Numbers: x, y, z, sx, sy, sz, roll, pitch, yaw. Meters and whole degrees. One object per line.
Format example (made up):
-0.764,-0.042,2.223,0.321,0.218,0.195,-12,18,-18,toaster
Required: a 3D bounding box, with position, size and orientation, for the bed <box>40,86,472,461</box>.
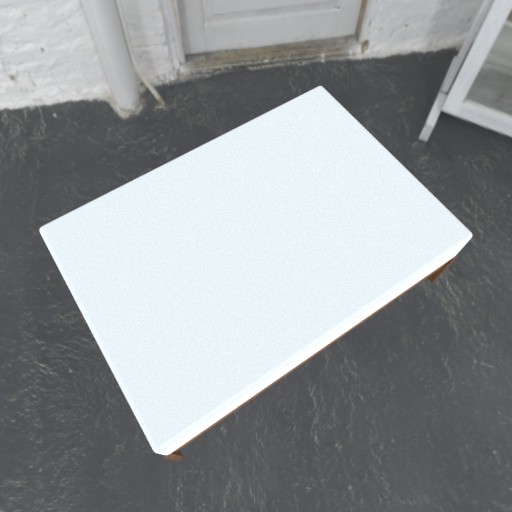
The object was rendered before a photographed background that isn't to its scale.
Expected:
0.000,0.000,2.629,1.927,0.616,1.348,-31,67,-14,bed
